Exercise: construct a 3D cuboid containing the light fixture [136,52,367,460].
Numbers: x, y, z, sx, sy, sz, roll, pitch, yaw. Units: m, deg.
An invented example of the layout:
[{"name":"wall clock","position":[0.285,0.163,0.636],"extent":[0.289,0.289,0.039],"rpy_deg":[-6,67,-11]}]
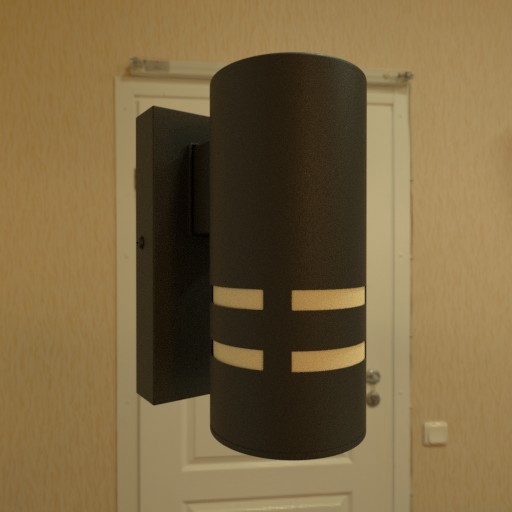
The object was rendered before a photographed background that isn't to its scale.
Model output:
[{"name":"light fixture","position":[0.000,0.000,0.256],"extent":[0.098,0.179,0.138],"rpy_deg":[0,0,-35]}]
